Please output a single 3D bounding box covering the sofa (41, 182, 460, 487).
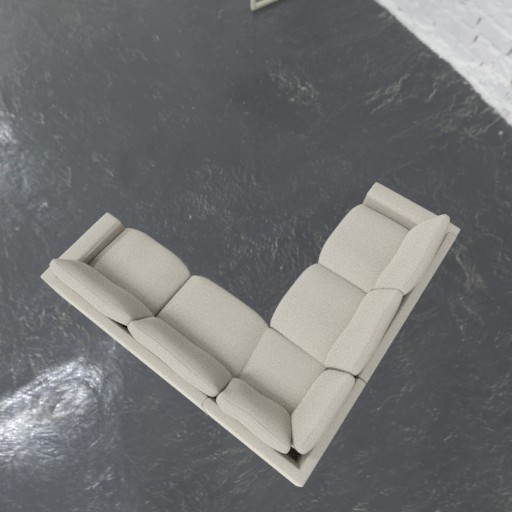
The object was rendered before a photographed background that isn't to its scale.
[{"bbox_3d":[0.000,0.000,4.712,3.206,0.918,3.066,34,68,15],"label":"sofa"}]
